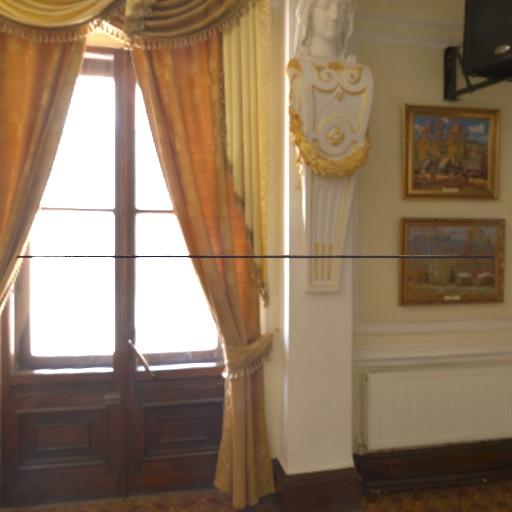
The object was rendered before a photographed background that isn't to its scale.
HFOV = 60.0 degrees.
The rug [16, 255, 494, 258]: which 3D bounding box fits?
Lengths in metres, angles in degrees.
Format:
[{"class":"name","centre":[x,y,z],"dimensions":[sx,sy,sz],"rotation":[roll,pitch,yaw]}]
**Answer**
[{"class":"rug","centre":[0.000,0.000,2.232],"dimensions":[1.781,0.012,1.184],"rotation":[0,0,1]}]
